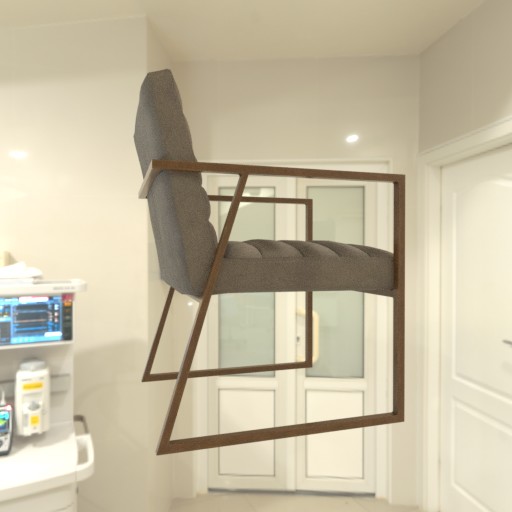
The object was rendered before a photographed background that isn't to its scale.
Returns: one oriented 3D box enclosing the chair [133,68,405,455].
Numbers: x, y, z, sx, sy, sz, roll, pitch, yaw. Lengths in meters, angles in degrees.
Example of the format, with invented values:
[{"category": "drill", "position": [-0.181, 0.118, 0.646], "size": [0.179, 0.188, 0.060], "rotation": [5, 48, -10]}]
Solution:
[{"category": "chair", "position": [0.000, 0.000, 1.308], "size": [0.682, 0.843, 0.578], "rotation": [0, 1, -17]}]
